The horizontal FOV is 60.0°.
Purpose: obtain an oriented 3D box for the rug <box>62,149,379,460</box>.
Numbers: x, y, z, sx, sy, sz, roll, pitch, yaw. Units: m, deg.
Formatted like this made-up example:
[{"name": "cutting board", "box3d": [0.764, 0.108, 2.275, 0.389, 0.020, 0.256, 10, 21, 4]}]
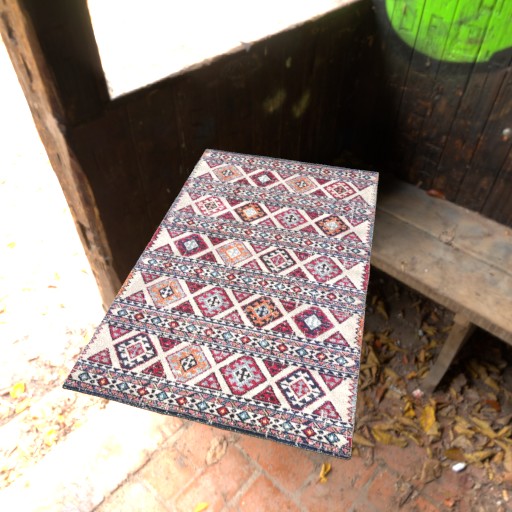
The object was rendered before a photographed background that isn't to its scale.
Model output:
[{"name": "rug", "box3d": [0.000, 0.000, 3.061, 1.545, 0.010, 2.440, 10, 46, 10]}]
